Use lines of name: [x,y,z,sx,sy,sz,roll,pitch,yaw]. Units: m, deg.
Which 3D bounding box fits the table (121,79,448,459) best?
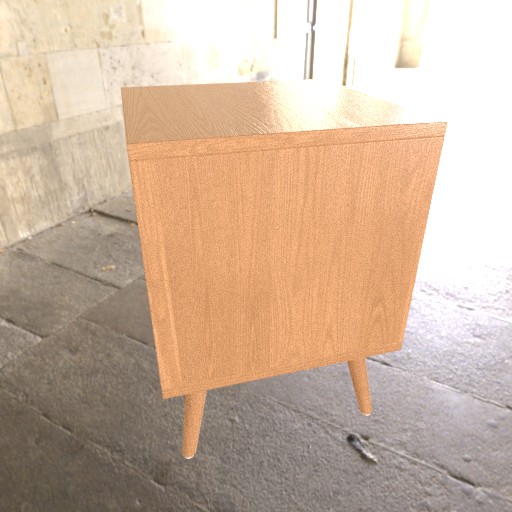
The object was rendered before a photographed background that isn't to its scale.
table: [0.000,0.000,0.822,0.400,0.550,0.400,-8,30,-14]
